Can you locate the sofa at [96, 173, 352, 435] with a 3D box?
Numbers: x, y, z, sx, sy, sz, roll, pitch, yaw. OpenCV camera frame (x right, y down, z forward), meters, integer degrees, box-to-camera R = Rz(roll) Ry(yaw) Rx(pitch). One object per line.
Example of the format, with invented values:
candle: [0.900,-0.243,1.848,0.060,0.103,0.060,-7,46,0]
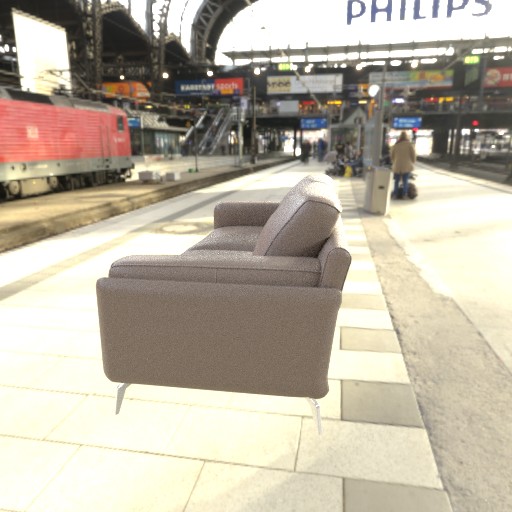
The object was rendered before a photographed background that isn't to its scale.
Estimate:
sofa: [0.000,0.000,2.647,1.049,0.930,2.101,2,14,8]
